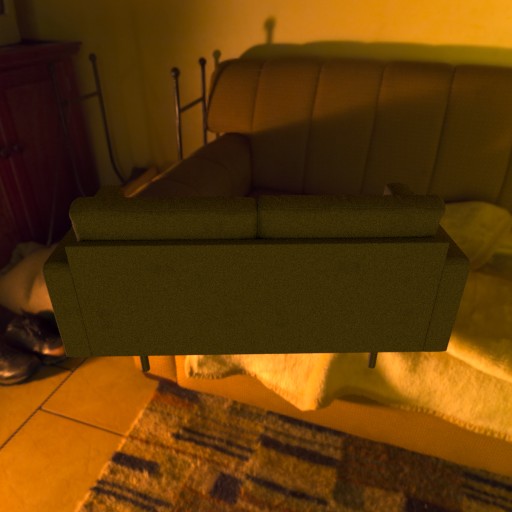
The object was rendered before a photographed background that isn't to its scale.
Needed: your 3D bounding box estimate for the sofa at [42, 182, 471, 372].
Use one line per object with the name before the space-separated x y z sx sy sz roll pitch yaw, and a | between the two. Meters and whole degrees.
sofa | 0.000 0.000 2.250 1.730 0.897 0.889 -1 31 -1
